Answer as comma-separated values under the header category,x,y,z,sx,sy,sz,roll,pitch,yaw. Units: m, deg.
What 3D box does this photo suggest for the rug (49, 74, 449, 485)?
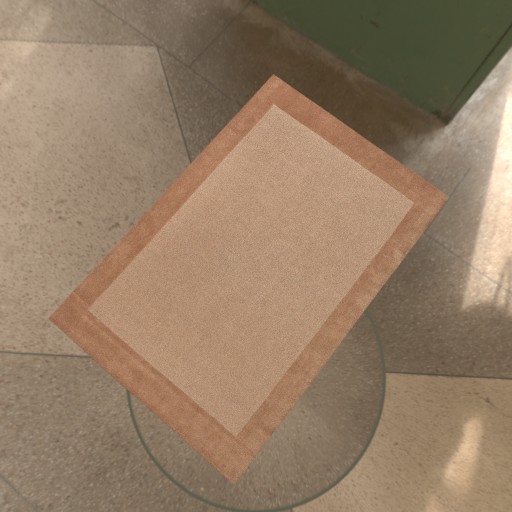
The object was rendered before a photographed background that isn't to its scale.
category,x,y,z,sx,sy,sz,roll,pitch,yaw
rug,0.000,0.000,2.318,1.219,0.014,1.829,38,79,9
